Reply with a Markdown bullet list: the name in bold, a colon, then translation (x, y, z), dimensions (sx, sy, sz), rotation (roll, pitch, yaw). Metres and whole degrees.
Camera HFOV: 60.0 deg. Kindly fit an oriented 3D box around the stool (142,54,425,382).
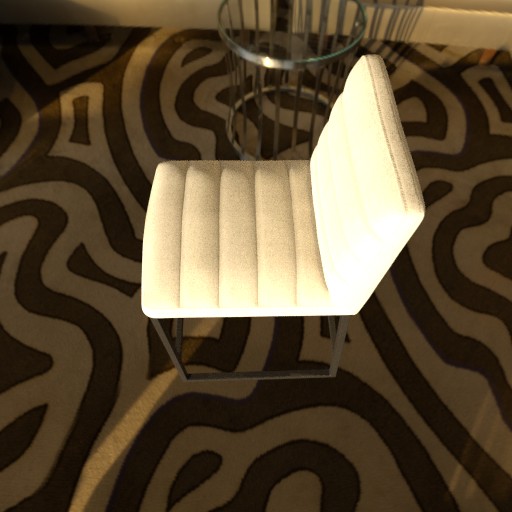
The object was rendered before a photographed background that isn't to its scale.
- **stool**: translation (0.000, 0.000, 1.253), dimensions (0.567, 0.971, 0.459), rotation (-2, 59, -1)
